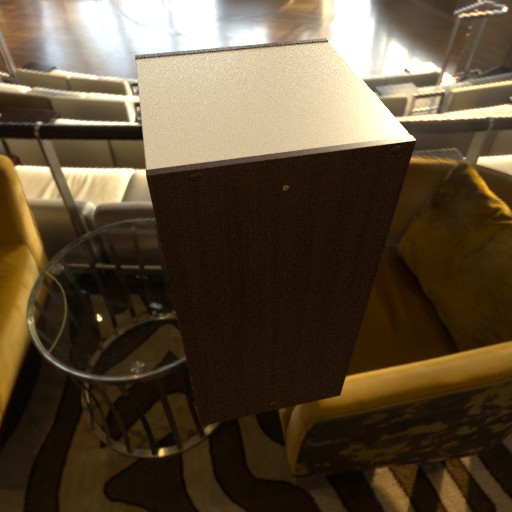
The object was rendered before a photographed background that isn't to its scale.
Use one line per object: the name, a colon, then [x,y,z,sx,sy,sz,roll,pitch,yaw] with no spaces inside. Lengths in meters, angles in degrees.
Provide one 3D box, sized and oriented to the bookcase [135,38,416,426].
bookcase: [0.000,0.000,0.776,0.290,0.600,0.300,-9,47,-9]
